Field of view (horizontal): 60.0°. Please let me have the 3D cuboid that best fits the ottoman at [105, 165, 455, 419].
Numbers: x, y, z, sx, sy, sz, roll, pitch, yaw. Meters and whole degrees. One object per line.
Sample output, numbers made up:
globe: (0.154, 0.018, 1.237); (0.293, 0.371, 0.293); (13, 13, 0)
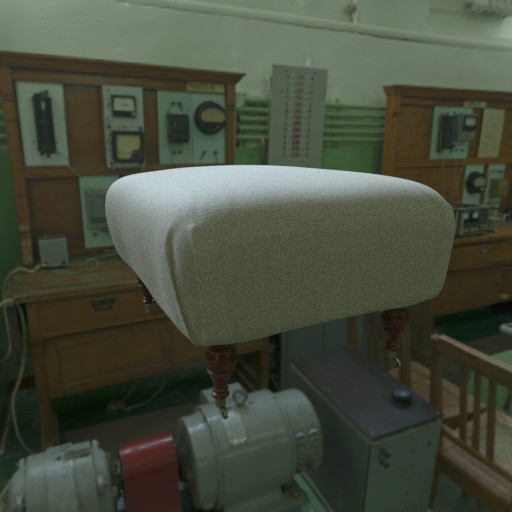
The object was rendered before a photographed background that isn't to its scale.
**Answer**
ottoman: (0.000, 0.000, 1.136); (0.639, 0.450, 0.746); (-7, 16, -26)
